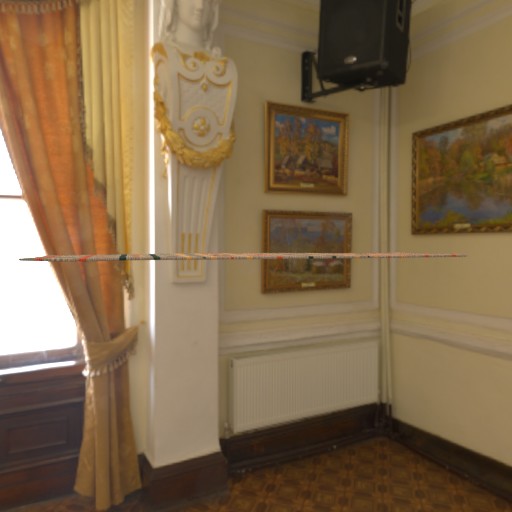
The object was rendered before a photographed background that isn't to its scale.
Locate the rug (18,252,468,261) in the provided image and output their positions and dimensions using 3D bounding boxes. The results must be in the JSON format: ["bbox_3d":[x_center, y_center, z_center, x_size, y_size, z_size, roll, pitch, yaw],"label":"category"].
[{"bbox_3d":[0.000,0.000,2.655,2.419,0.022,0.744,0,1,-16],"label":"rug"}]
